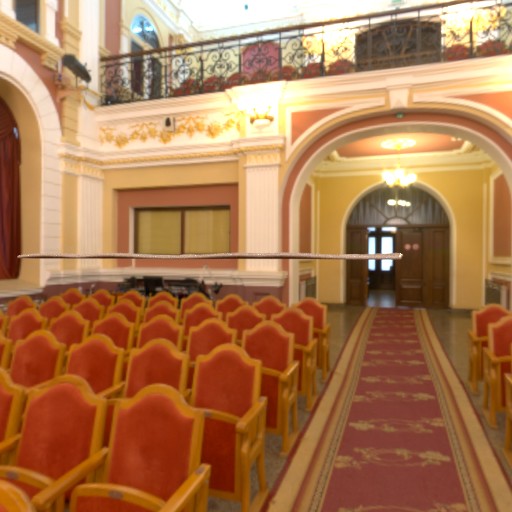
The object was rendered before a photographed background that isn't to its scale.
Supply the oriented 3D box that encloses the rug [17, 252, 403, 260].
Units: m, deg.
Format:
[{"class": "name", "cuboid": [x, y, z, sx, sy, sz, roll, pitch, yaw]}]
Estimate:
[{"class": "rug", "cuboid": [0.000, 0.000, 0.879, 0.551, 0.008, 0.642, 0, 0, 18]}]
